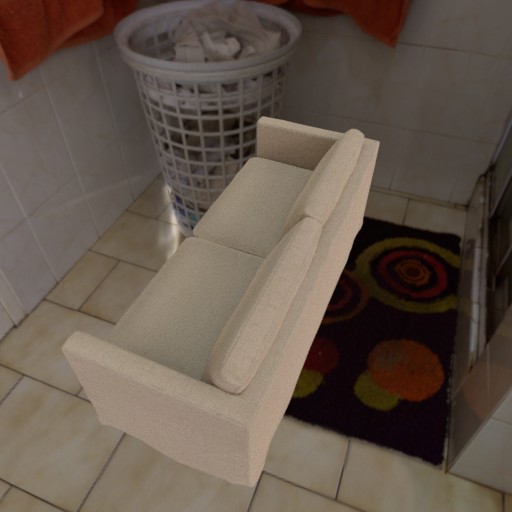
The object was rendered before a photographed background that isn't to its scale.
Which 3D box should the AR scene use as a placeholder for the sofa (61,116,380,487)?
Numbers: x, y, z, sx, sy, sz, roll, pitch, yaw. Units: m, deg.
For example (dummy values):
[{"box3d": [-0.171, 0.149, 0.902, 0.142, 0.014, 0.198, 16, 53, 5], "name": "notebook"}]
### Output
[{"box3d": [0.000, 0.000, 2.760, 0.962, 0.853, 2.312, 17, 48, 16], "name": "sofa"}]
